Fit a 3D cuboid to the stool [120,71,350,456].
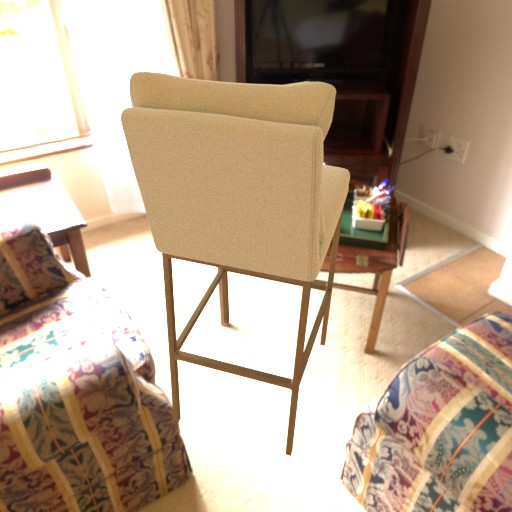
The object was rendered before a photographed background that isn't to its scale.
[{"bbox_3d":[0.000,0.000,1.365,0.463,1.125,0.572,10,36,14],"label":"stool"}]
